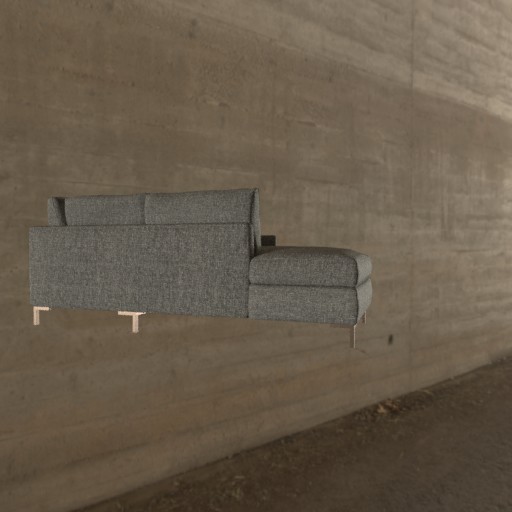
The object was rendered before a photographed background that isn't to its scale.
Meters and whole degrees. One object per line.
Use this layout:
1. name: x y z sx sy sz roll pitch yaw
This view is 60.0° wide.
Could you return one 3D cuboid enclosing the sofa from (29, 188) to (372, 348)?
1. sofa: 0.000 0.000 3.518 1.879 0.756 2.737 0 1 18
